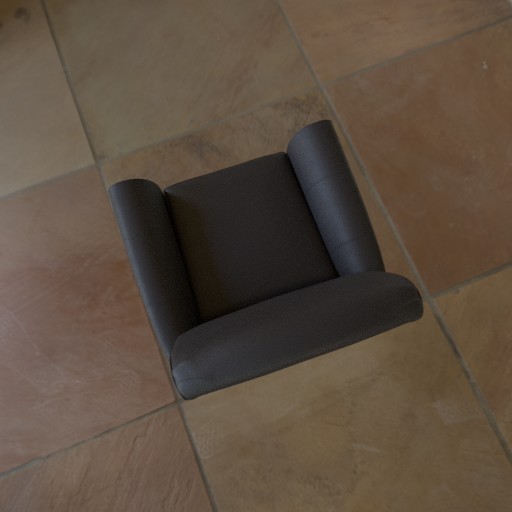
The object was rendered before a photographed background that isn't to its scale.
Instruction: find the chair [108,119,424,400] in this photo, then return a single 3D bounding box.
[{"bbox_3d":[0.000,0.000,1.798,0.978,1.061,0.902,-18,76,-5],"label":"chair"}]
